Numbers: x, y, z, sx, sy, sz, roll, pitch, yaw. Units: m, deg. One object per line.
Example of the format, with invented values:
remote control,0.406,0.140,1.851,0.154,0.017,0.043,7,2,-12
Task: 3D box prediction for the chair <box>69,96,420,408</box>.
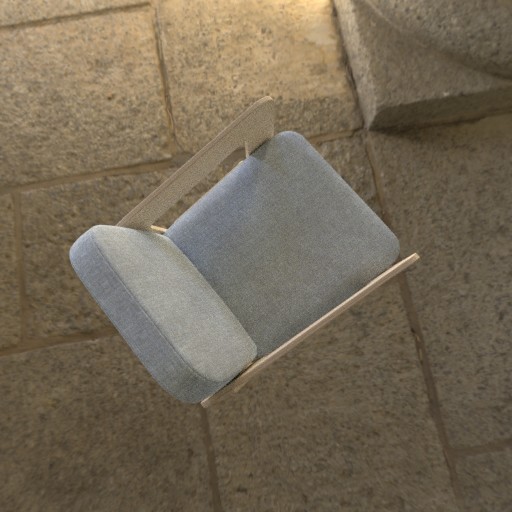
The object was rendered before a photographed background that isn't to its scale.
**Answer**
chair,0.000,0.000,1.274,0.710,0.800,0.590,-39,80,-8
